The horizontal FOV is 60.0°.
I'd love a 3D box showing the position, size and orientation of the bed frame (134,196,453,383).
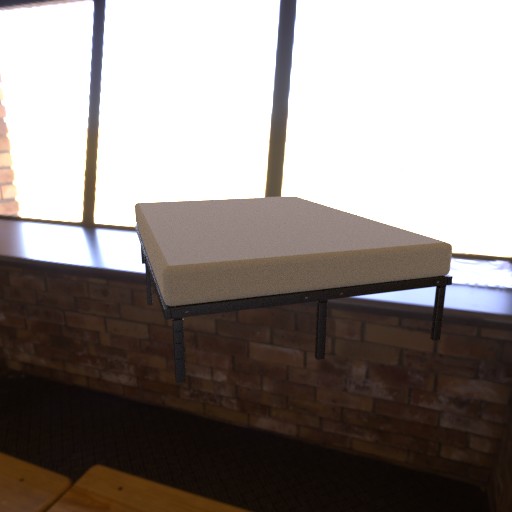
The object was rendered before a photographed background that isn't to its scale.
[{"bbox_3d":[0.000,0.000,3.892,2.205,0.680,2.842,-3,15,-11],"label":"bed frame"}]
